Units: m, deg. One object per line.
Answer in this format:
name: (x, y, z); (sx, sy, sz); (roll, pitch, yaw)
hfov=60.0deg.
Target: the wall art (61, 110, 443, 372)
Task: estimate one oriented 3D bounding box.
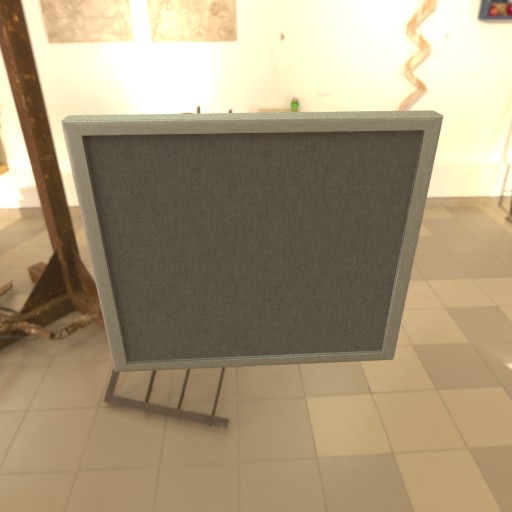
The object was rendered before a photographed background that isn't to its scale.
wall art: (0.000, 0.000, 0.533); (0.380, 0.330, 0.028); (-2, 30, -3)
